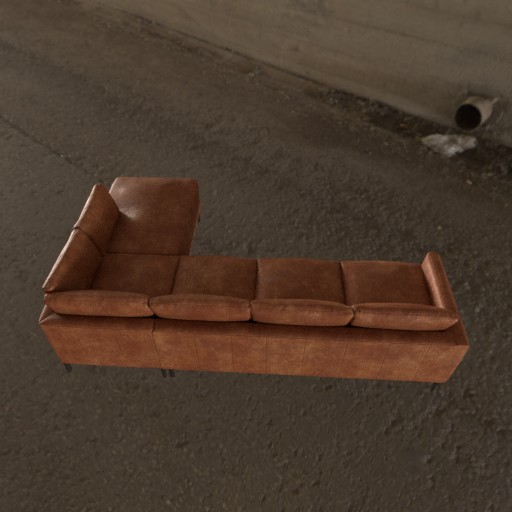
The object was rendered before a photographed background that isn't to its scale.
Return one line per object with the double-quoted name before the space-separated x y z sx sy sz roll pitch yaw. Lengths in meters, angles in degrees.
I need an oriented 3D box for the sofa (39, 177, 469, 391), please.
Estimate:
"sofa" 0.000 0.000 3.821 2.984 0.877 1.938 2 46 2
